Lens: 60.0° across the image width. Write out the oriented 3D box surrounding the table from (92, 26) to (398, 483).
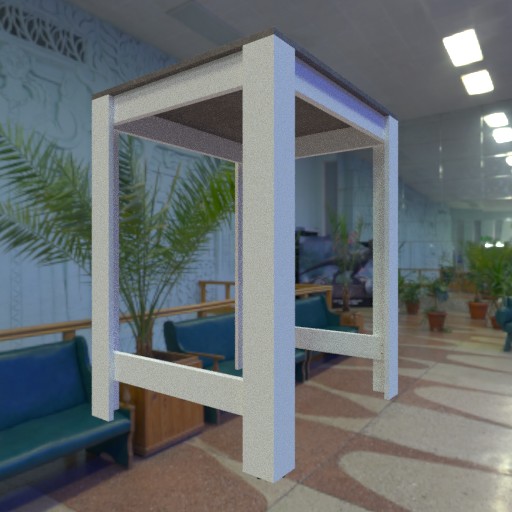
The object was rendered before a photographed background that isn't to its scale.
[{"bbox_3d":[0.000,0.000,1.514,0.700,1.020,0.800,0,0,37],"label":"table"}]
